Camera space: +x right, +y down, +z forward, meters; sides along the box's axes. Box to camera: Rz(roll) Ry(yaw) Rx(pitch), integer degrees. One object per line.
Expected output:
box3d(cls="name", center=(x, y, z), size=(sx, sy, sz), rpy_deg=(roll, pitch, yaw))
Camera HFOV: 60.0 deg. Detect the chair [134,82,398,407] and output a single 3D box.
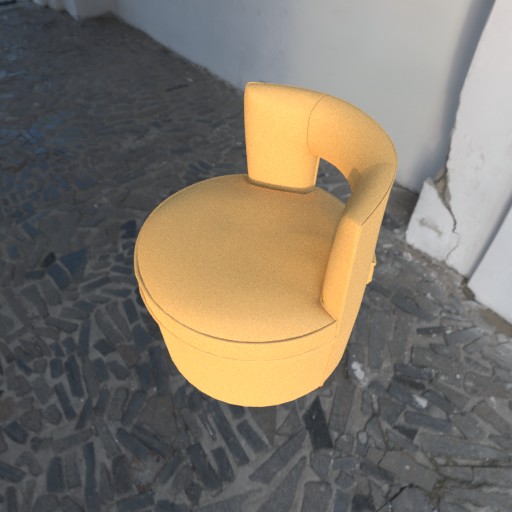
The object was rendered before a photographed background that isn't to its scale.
box3d(cls="chair", center=(0.000, 0.000, 1.256), size=(0.665, 0.723, 0.650), rpy_deg=(-16, 50, -14))
